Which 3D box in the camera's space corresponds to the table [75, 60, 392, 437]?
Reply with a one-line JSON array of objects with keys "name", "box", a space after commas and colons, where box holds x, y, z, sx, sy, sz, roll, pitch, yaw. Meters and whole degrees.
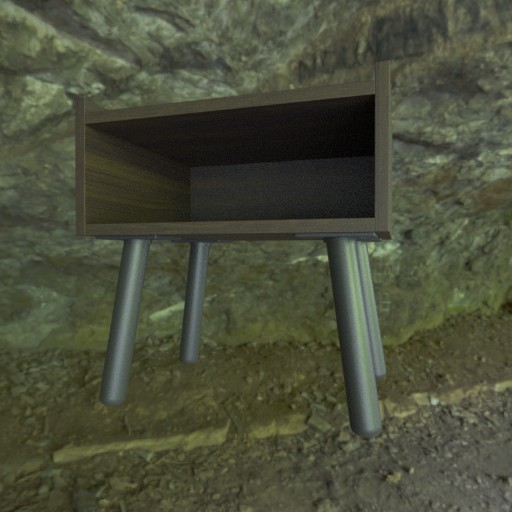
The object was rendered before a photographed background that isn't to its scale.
[{"name": "table", "box": [0.000, 0.000, 0.773, 0.450, 0.470, 0.370, 0, 1, 18]}]
